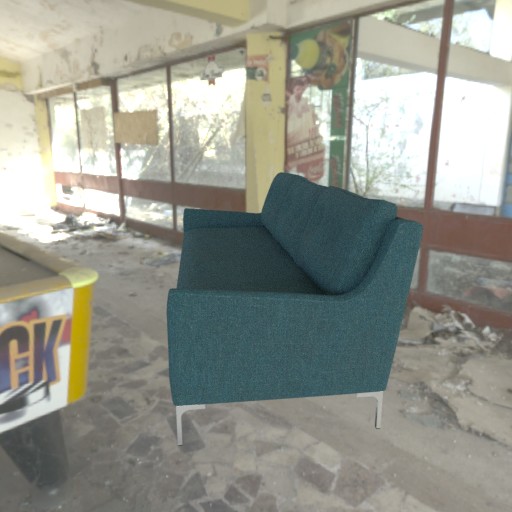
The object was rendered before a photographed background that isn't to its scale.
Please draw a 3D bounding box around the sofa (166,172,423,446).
[{"bbox_3d":[0.000,0.000,2.452,0.849,0.837,2.060,-2,14,-7],"label":"sofa"}]
